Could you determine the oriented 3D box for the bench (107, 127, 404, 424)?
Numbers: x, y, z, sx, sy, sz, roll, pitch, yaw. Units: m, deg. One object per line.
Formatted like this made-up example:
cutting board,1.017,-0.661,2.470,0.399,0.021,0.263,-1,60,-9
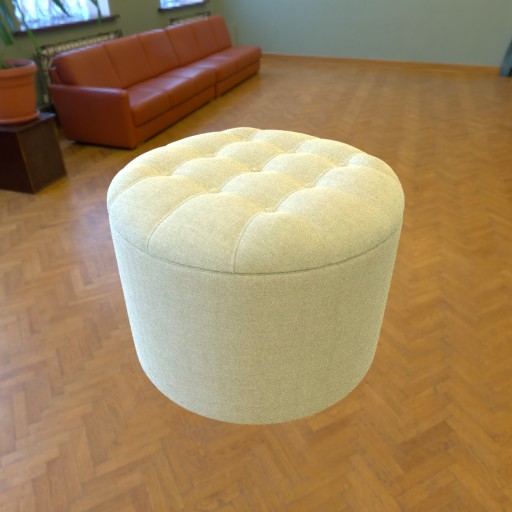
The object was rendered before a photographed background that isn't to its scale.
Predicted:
bench,0.000,0.000,1.015,0.600,0.453,0.600,0,33,0
